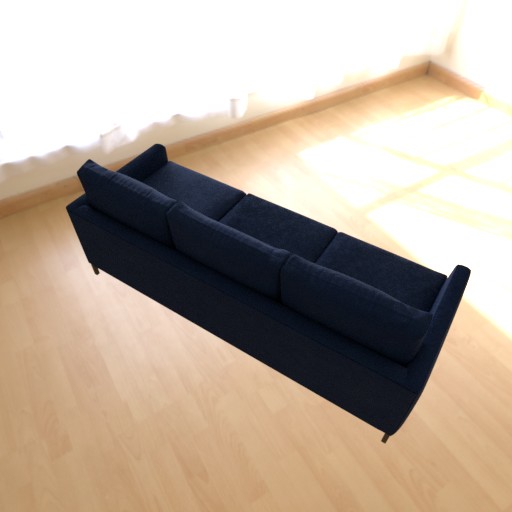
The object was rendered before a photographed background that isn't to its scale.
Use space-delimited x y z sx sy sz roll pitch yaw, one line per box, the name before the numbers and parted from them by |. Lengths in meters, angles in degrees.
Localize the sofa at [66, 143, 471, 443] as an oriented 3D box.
sofa | 0.000 0.000 2.668 2.252 0.879 0.875 25 52 22
